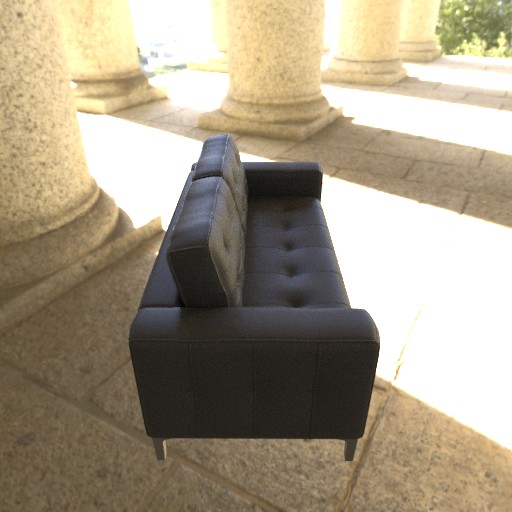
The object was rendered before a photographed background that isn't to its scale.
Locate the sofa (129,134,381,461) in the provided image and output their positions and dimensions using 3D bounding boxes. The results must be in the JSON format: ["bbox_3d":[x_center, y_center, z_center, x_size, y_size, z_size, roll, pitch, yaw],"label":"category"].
[{"bbox_3d":[0.000,0.000,2.219,0.833,0.892,1.726,0,31,0],"label":"sofa"}]
